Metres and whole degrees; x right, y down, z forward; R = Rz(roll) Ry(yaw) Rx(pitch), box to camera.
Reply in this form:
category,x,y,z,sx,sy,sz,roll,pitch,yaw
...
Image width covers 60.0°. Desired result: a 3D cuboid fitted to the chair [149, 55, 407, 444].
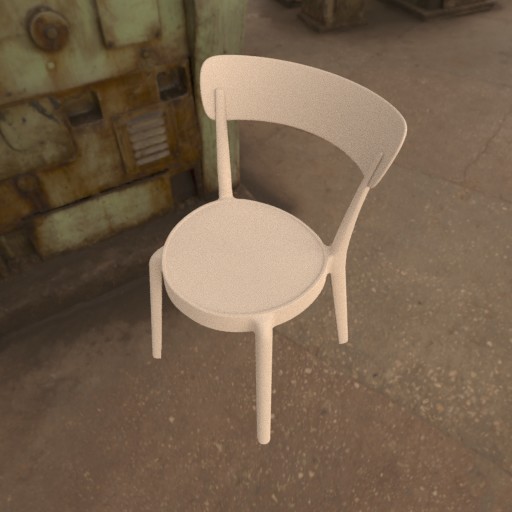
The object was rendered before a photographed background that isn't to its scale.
category,x,y,z,sx,sy,sz,roll,pitch,yaw
chair,0.000,0.000,1.128,0.506,0.790,0.491,30,54,25
